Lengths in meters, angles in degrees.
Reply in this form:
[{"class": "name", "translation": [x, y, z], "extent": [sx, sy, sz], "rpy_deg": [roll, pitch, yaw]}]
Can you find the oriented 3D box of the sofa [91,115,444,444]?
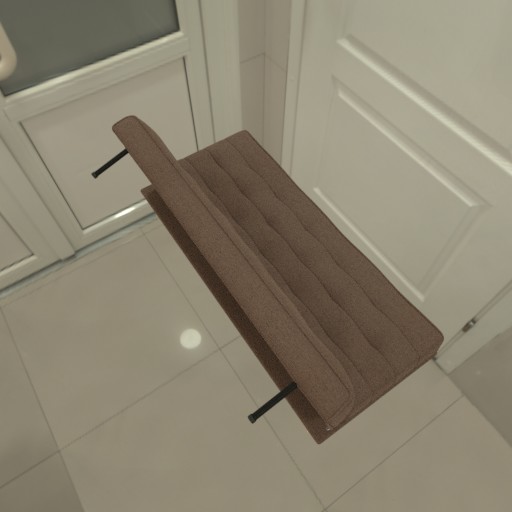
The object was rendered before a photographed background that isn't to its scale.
[{"class": "sofa", "translation": [0.000, 0.000, 2.346], "extent": [1.038, 0.810, 1.820], "rpy_deg": [-30, 63, -17]}]
